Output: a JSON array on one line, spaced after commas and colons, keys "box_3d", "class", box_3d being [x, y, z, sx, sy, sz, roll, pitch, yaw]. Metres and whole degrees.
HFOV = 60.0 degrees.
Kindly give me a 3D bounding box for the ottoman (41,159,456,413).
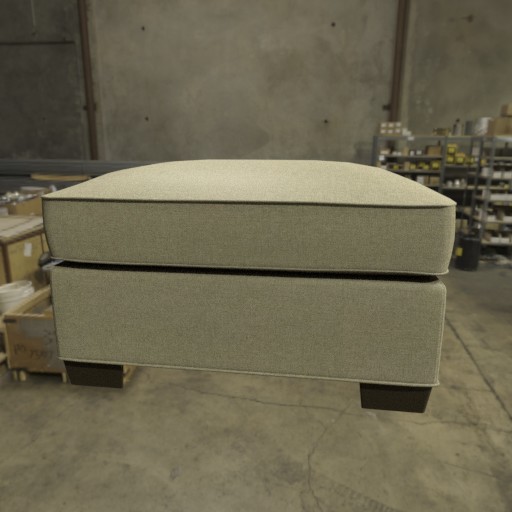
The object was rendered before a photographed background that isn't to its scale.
[{"box_3d": [0.000, 0.000, 1.197, 0.843, 0.504, 0.619, 2, 15, 8], "class": "ottoman"}]
